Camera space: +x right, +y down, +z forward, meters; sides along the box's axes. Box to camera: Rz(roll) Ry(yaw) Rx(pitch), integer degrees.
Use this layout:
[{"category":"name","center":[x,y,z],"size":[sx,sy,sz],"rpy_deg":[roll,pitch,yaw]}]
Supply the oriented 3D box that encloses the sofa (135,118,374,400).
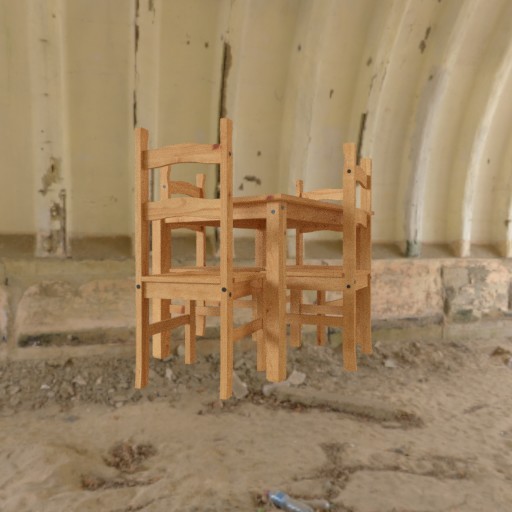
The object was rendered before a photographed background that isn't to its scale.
[{"category":"sofa","center":[0.000,0.000,2.304],"size":[1.144,1.000,1.529],"rpy_deg":[1,1,35]}]
